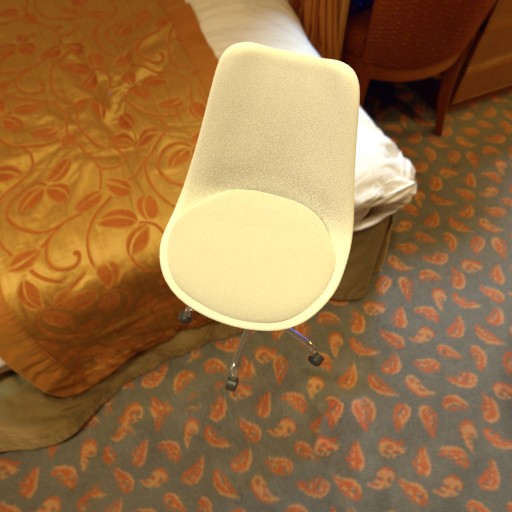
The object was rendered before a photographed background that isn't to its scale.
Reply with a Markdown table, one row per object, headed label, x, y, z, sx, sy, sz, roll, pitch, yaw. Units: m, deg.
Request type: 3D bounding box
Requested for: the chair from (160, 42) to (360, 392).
| label | x | y | z | sx | sy | sz | roll | pitch | yaw |
| --- | --- | --- | --- | --- | --- | --- | --- | --- | --- |
| chair | 0.000 | 0.000 | 1.248 | 0.550 | 0.930 | 0.550 | 17 | 60 | 10 |
